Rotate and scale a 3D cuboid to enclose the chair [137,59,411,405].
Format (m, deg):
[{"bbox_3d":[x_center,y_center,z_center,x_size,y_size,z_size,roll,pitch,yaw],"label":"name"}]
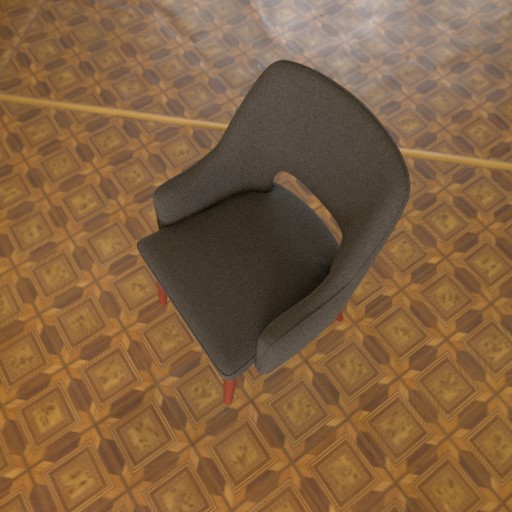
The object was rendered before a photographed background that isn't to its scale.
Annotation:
[{"bbox_3d":[0.000,0.000,1.235,0.560,0.838,0.559,-33,68,-15],"label":"chair"}]
